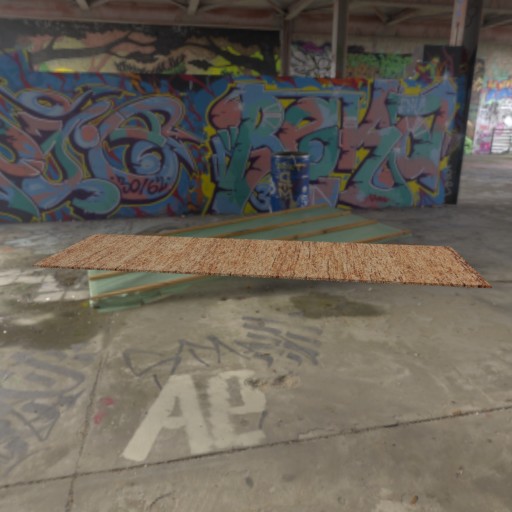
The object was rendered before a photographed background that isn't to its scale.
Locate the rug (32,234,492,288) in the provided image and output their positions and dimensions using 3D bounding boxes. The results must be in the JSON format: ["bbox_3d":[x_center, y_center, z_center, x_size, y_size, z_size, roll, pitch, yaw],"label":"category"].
[{"bbox_3d":[0.000,0.000,2.457,2.237,0.014,0.680,2,17,8],"label":"rug"}]
